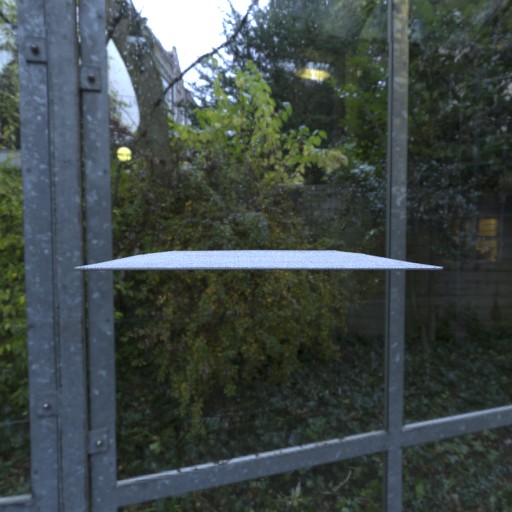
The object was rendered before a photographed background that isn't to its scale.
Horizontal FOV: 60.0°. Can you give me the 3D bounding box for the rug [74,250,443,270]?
[{"bbox_3d":[0.000,0.000,2.275,1.159,0.021,1.789,0,2,0],"label":"rug"}]
